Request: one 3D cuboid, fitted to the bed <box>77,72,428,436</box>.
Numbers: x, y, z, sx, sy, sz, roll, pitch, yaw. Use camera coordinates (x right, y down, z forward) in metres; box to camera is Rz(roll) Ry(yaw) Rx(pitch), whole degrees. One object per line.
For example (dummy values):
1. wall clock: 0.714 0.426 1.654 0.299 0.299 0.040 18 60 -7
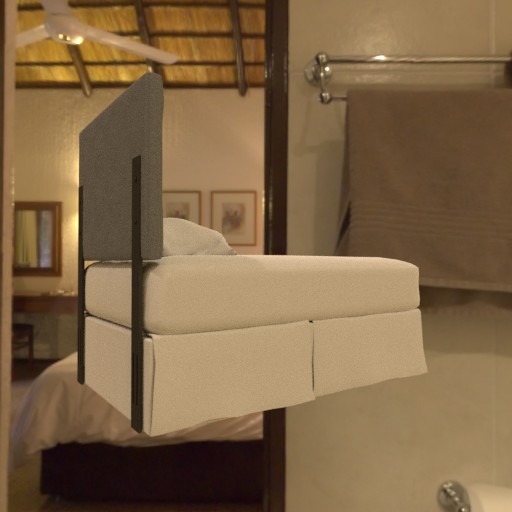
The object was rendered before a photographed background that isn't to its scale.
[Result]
1. bed: 0.000 0.000 2.917 1.997 1.571 1.261 1 -1 -36
